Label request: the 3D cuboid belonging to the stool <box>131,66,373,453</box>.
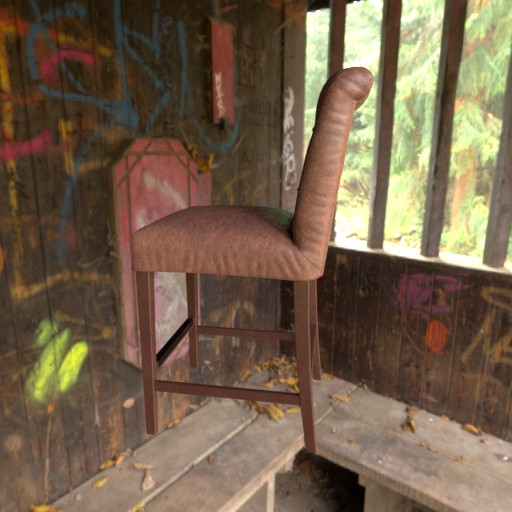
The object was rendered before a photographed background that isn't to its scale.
[{"bbox_3d":[0.000,0.000,1.449,0.660,1.084,0.486,3,14,10],"label":"stool"}]
